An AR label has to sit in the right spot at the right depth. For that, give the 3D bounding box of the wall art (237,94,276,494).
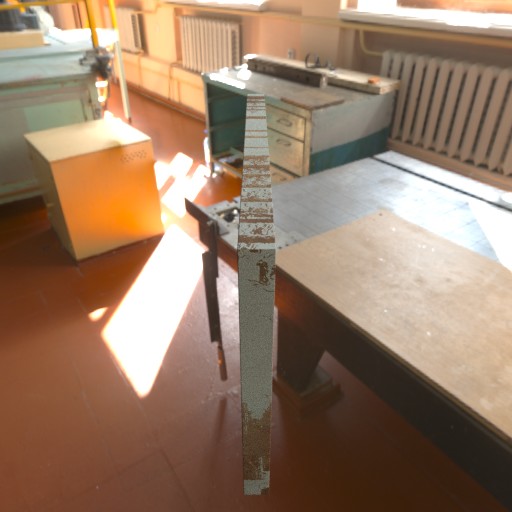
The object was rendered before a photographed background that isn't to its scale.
[{"bbox_3d":[0.000,0.000,0.769,0.035,0.405,0.609,0,33,0],"label":"wall art"}]
